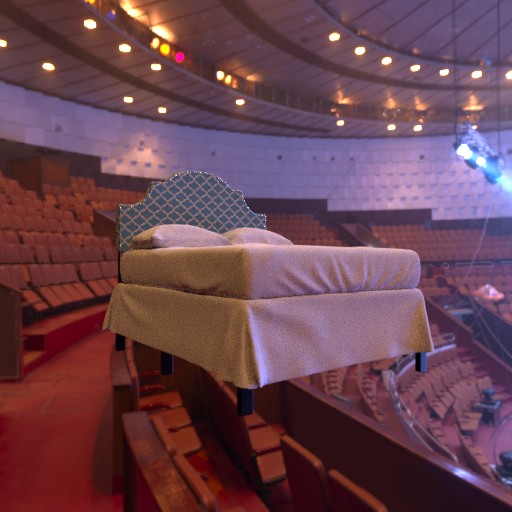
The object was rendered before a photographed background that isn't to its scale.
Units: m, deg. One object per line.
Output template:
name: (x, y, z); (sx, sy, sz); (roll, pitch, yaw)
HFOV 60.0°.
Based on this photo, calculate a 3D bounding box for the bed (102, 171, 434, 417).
bed: (0.000, 0.000, 3.505); (1.780, 1.633, 2.222); (0, 0, -35)
